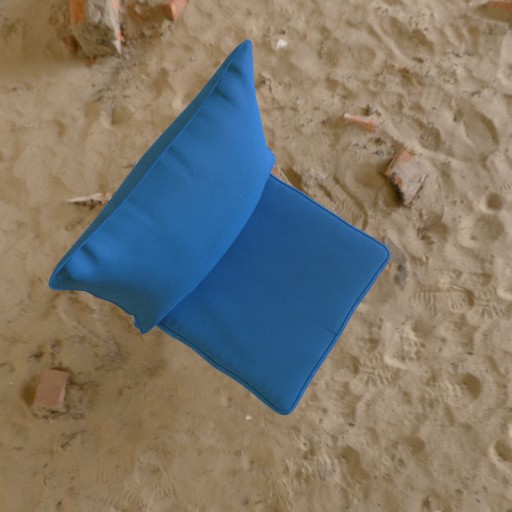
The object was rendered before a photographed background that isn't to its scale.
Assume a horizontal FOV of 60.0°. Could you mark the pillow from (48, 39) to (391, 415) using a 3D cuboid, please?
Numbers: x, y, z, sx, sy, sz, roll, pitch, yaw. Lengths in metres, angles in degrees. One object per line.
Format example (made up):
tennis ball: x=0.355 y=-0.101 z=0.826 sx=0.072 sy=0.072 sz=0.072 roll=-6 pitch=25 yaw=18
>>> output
pillow: x=0.000 y=0.000 z=1.334 sx=0.733 sy=0.725 sz=0.798 roll=34 pitch=78 yaw=8
